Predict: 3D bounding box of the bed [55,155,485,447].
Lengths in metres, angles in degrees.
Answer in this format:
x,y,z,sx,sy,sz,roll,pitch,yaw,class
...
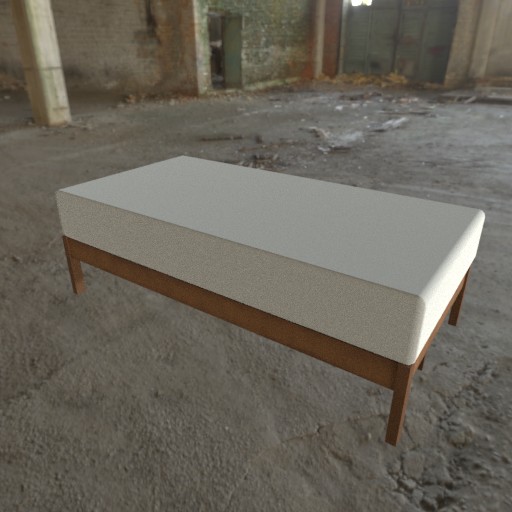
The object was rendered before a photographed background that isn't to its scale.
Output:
x,y,z,sx,sy,sz,roll,pitch,yaw,class
0.000,0.000,2.292,1.902,0.616,0.961,17,31,31,bed
